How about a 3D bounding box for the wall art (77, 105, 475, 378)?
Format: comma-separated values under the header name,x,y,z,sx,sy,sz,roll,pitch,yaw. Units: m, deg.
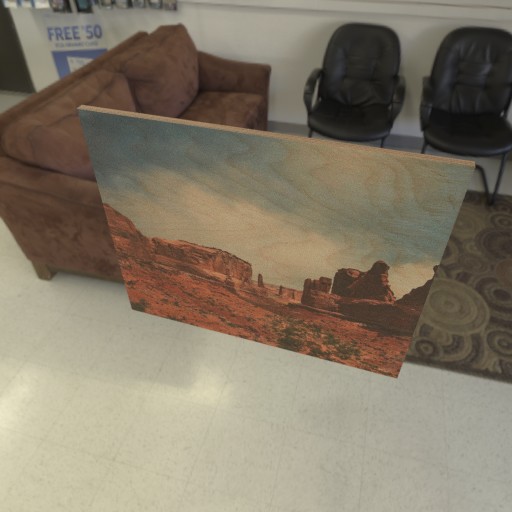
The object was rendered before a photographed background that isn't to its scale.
name,x,y,z,sx,sy,sz,roll,pitch,yaw
wall art,0.000,0.000,0.681,0.508,0.406,0.013,12,43,13
